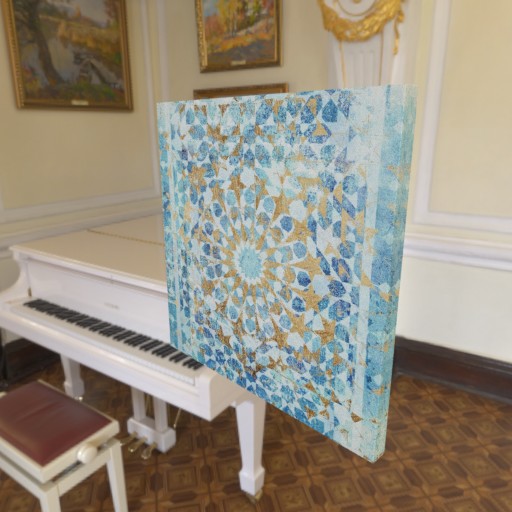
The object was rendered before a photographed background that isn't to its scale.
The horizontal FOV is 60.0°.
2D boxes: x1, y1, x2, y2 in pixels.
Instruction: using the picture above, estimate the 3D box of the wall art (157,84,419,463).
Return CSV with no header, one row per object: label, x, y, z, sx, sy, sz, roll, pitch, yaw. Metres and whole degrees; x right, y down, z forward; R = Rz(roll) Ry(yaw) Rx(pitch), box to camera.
wall art,0.000,0.000,0.896,0.040,0.609,0.609,-15,22,-42
